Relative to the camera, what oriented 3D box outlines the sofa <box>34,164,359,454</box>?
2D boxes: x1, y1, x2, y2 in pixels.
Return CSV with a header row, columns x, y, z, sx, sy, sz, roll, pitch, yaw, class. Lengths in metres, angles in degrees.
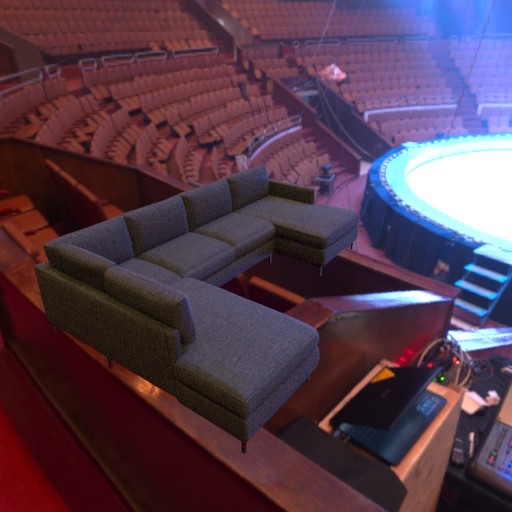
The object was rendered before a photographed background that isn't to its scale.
x,y,z,sx,sy,sz,roll,pitch,yaw,class
0.000,0.000,3.617,1.879,0.753,2.737,18,32,32,sofa
